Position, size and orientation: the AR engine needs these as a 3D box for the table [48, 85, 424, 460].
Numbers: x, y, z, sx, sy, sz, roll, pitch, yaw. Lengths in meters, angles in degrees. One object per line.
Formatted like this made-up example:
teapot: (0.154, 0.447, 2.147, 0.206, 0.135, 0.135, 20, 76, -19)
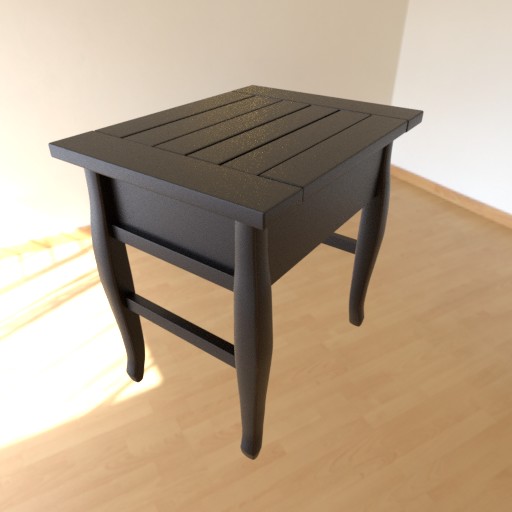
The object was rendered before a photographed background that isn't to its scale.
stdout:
table: (0.000, 0.000, 1.023, 0.460, 0.604, 0.602, 21, 38, 30)
